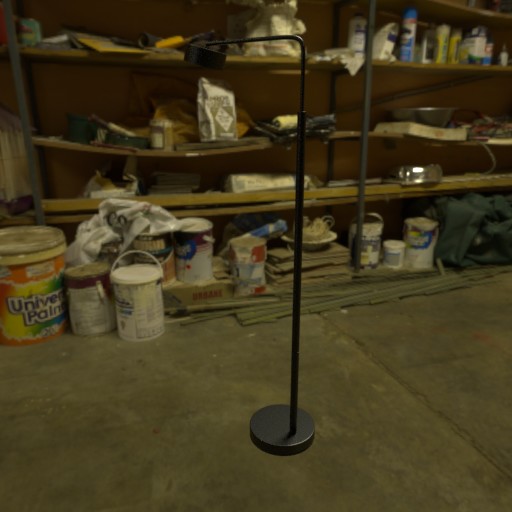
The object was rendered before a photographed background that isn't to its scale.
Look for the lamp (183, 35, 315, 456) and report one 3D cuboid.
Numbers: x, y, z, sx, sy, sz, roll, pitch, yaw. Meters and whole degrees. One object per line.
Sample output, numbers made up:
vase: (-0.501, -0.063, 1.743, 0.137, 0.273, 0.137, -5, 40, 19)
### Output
lamp: (0.000, 0.000, 1.378, 0.418, 1.230, 0.219, 8, 18, 26)
